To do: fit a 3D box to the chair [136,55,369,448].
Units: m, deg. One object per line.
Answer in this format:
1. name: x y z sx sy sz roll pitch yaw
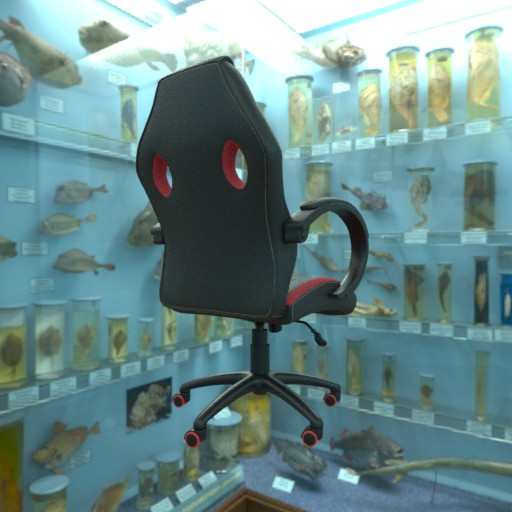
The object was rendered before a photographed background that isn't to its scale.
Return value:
1. chair: 0.000 0.000 1.632 0.673 1.187 0.724 1 1 36
